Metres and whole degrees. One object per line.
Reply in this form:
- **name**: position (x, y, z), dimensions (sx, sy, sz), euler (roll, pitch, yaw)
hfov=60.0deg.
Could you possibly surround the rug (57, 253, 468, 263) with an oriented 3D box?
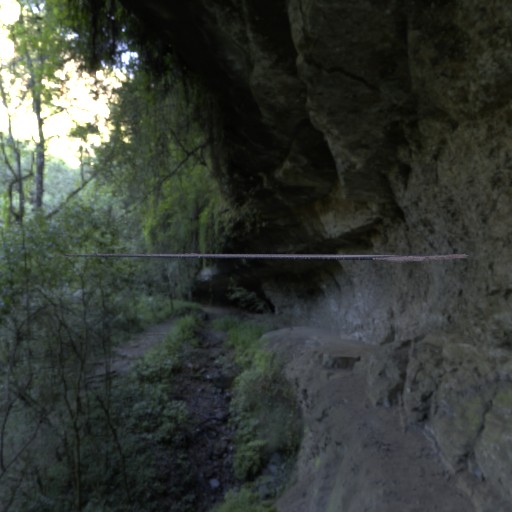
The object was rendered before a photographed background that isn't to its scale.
- **rug**: position (0.000, 0.000, 2.512), dimensions (2.021, 0.027, 1.224), euler (0, 1, 35)
